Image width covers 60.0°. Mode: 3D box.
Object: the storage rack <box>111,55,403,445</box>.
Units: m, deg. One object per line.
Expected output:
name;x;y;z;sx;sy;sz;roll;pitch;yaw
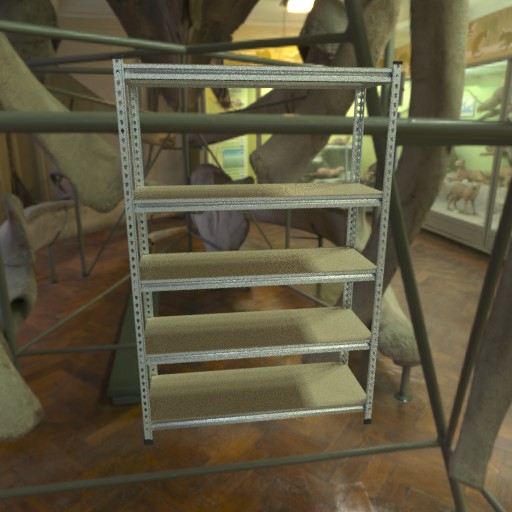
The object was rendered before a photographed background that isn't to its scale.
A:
storage rack;0.000;0.000;2.296;1.219;1.829;0.457;-2;17;-8
